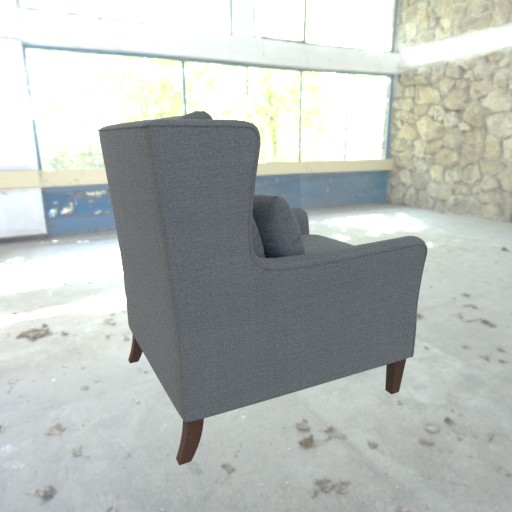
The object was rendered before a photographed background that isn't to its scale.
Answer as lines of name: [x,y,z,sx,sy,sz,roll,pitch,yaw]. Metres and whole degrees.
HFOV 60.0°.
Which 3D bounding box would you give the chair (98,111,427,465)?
chair: [0.000,0.000,1.771,1.040,1.056,0.866,-7,17,-26]
